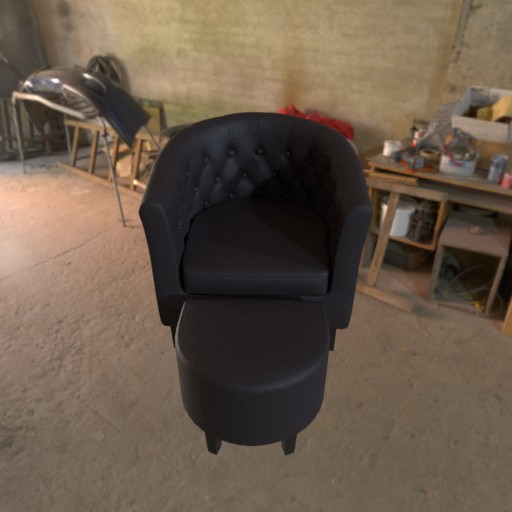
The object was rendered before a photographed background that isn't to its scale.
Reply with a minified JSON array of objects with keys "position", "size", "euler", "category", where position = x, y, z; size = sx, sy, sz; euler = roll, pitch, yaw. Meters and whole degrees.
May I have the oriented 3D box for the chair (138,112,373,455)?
[{"position":[0.000,0.000,1.602],"size":[0.763,0.760,1.191],"euler":[1,31,1],"category":"chair"}]
